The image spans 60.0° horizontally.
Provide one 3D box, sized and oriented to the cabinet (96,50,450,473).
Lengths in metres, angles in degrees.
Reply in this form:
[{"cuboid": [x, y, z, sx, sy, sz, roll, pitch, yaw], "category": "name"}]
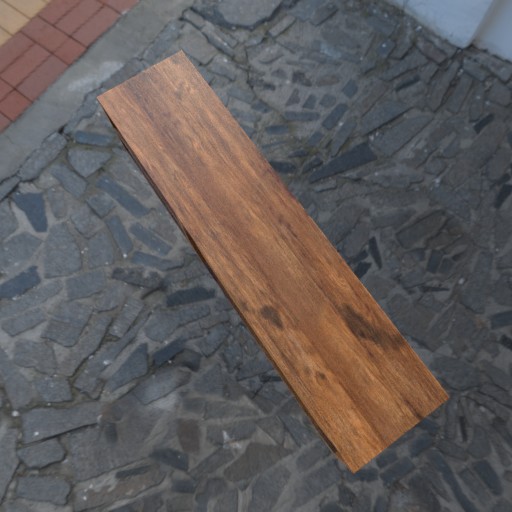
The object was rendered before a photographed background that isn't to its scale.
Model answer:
[{"cuboid": [0.000, 0.000, 1.657, 0.349, 0.528, 1.448, -34, 77, -9], "category": "cabinet"}]
